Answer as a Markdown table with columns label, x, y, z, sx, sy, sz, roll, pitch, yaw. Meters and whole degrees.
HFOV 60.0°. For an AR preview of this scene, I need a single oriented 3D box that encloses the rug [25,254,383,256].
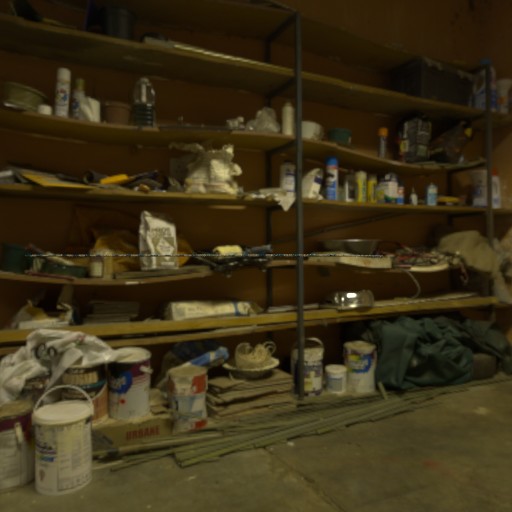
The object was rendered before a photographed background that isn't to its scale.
| label | x | y | z | sx | sy | sz | roll | pitch | yaw |
| --- | --- | --- | --- | --- | --- | --- | --- | --- | --- |
| rug | 0.000 | 0.000 | 3.050 | 1.531 | 0.008 | 2.439 | 0 | 0 | 20 |
